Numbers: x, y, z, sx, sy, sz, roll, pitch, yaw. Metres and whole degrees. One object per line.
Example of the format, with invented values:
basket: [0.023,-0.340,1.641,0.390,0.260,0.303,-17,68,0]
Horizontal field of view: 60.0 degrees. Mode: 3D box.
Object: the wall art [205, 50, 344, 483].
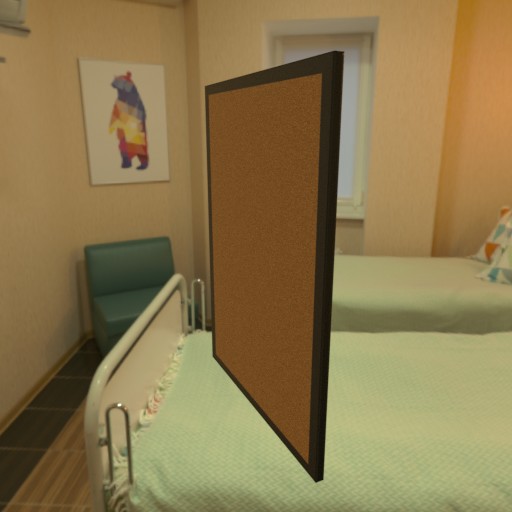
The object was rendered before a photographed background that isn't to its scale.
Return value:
wall art: [0.000,0.000,0.856,0.016,0.657,0.480,-7,17,-25]
